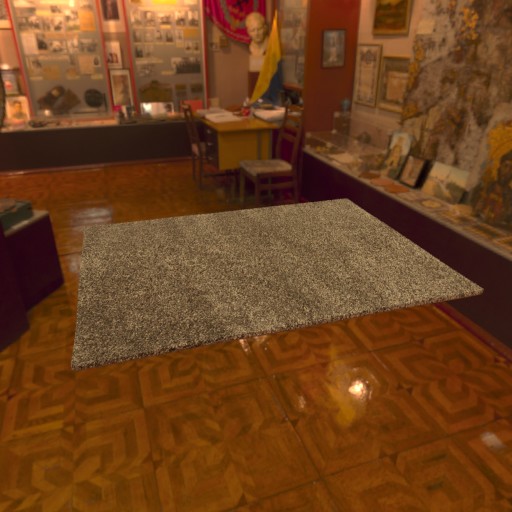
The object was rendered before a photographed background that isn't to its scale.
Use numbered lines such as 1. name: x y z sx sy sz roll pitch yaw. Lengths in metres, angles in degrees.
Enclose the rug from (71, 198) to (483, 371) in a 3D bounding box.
1. rug: 0.000 0.000 2.131 1.601 0.025 1.198 -8 28 -15
